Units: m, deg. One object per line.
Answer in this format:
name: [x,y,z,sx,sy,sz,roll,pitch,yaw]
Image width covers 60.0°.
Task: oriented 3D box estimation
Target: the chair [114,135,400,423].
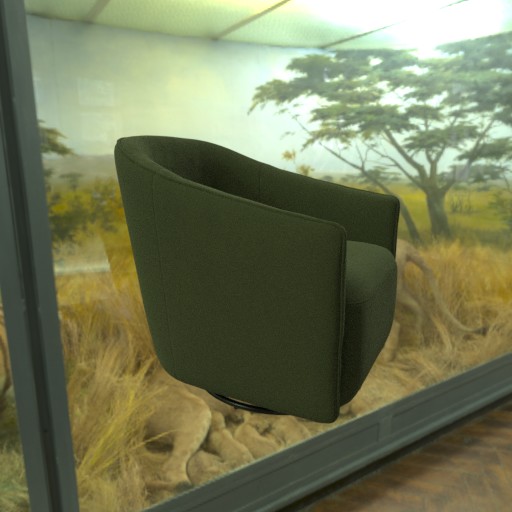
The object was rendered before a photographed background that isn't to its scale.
chair: [0.000,0.000,1.501,0.875,0.799,0.747,7,15,26]
